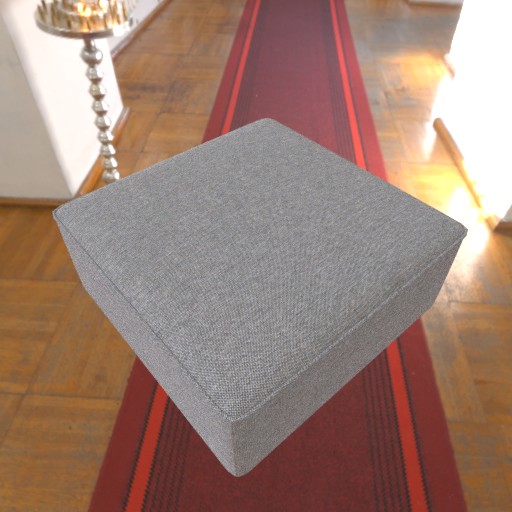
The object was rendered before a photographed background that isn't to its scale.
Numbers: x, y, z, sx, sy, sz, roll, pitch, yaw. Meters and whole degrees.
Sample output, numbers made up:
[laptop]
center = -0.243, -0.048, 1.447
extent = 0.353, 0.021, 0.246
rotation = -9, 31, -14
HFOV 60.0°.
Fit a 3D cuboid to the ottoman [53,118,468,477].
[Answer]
[ottoman]
center = 0.000, 0.000, 1.592
extent = 1.005, 0.455, 1.005
rotation = -32, 53, -27
